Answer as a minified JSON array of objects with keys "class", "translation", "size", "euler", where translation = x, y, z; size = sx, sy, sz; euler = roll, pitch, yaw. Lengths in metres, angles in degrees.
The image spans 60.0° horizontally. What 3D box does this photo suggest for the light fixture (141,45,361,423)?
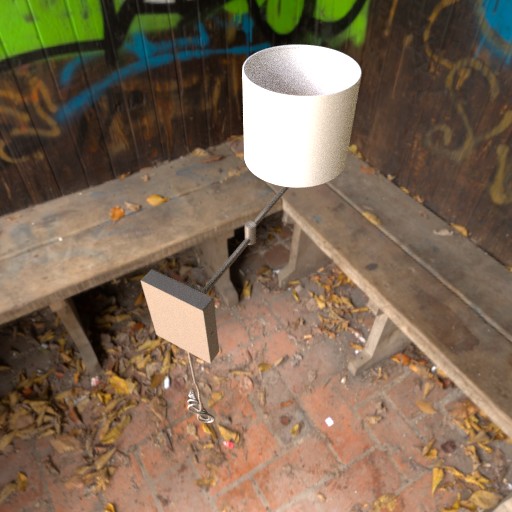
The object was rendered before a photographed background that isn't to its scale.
[{"class":"light fixture","translation":[0.000,0.000,0.905],"size":[0.203,0.651,0.516],"euler":[23,51,20]}]
